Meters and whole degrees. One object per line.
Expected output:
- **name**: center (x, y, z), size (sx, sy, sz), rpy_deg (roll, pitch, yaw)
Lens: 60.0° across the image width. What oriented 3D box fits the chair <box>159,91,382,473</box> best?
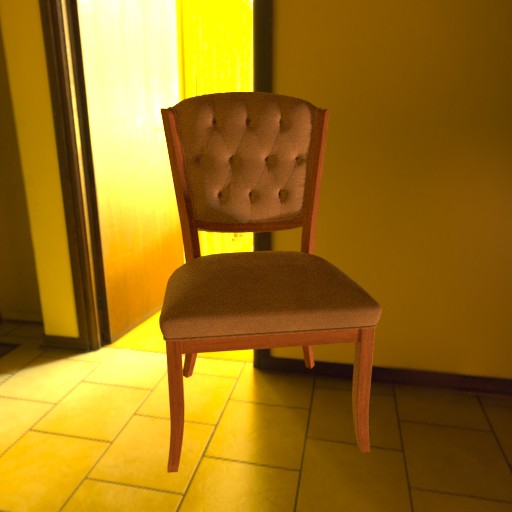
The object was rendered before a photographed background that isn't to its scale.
- **chair**: center (0.000, 0.000, 1.243), size (0.513, 0.905, 0.584), rpy_deg (-2, 16, -8)
